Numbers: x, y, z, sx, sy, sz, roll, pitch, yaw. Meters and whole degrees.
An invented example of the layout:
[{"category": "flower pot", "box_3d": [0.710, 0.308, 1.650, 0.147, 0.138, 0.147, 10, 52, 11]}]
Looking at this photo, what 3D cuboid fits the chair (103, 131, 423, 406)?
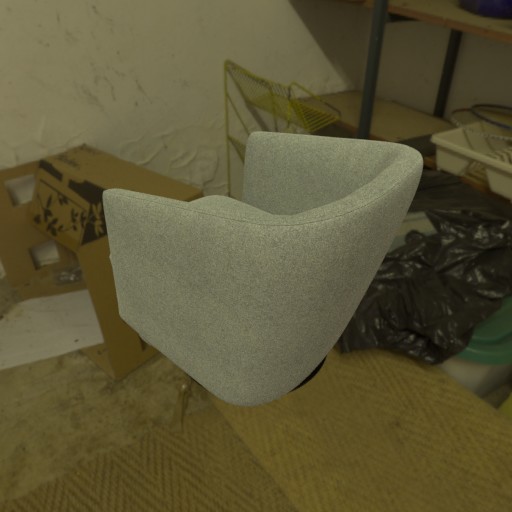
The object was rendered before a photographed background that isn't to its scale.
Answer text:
[{"category": "chair", "box_3d": [0.000, 0.000, 1.636, 0.986, 0.861, 0.822, 22, 38, 30]}]
